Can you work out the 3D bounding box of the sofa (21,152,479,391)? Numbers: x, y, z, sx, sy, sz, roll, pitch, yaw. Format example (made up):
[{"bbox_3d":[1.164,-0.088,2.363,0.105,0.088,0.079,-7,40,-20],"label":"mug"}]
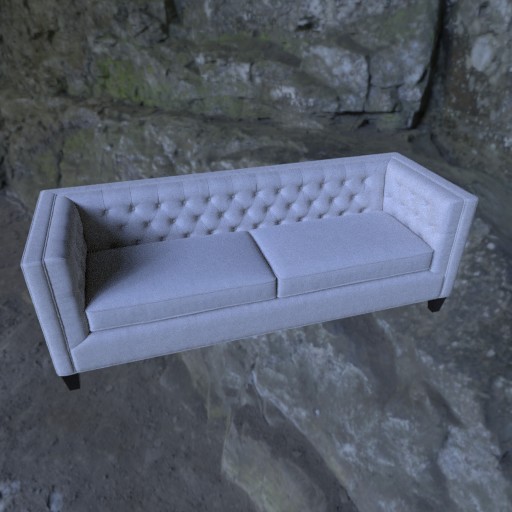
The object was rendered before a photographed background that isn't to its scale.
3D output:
[{"bbox_3d":[0.000,0.000,2.501,2.159,0.762,0.775,-9,33,-14],"label":"sofa"}]
